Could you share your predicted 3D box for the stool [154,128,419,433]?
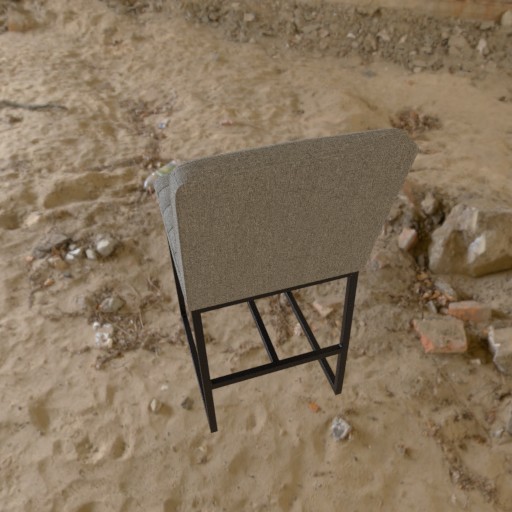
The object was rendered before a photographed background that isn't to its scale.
[{"bbox_3d":[0.000,0.000,1.247,0.460,0.940,0.560,-12,44,-13],"label":"stool"}]
